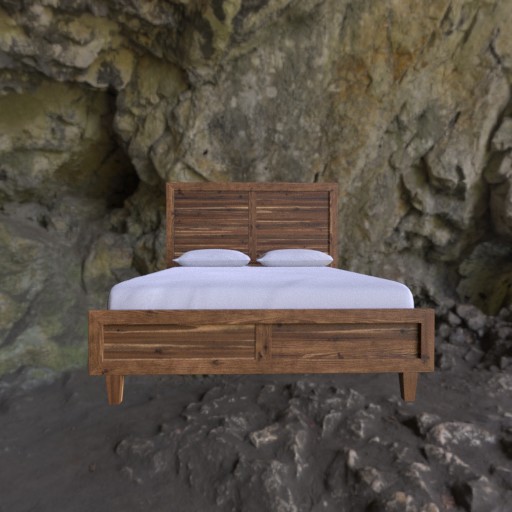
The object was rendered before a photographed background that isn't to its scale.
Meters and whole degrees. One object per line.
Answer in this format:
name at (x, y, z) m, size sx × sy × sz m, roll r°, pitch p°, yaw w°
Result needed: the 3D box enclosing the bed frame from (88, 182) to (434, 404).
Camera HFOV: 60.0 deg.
bed frame at (0.000, 0.000, 3.300) m, size 1.696 × 1.417 × 2.276 m, roll 0°, pitch 1°, yaw -2°
